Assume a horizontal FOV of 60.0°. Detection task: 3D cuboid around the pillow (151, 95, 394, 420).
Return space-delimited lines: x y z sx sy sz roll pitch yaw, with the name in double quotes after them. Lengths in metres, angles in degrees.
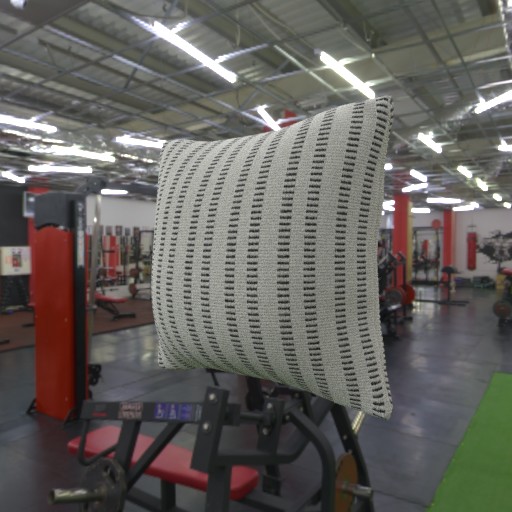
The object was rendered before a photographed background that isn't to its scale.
0.000 0.000 0.696 0.438 0.419 0.247 1 1 37 "pillow"
